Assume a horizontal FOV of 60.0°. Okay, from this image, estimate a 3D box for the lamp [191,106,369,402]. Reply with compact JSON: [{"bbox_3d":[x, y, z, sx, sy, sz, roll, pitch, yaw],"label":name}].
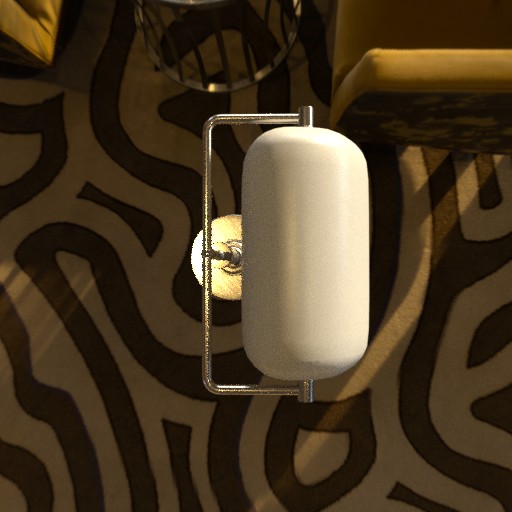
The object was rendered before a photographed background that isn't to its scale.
[{"bbox_3d":[0.000,0.000,0.562,0.227,0.404,0.269,0,89,1],"label":"lamp"}]
